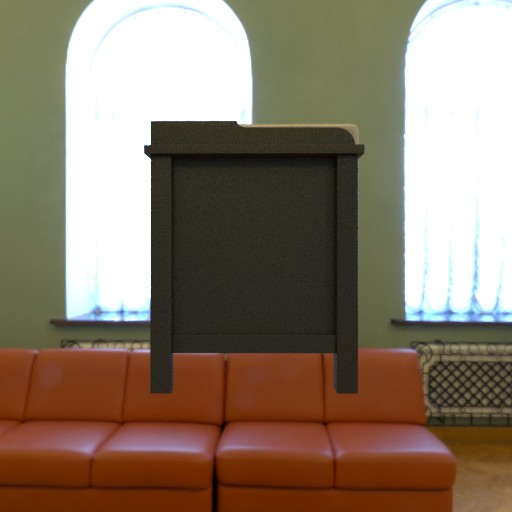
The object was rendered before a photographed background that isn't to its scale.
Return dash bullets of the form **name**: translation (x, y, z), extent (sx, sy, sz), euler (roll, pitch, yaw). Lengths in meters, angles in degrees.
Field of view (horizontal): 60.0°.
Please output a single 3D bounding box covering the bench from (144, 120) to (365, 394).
- **bench**: translation (0.000, 0.000, 1.368), extent (0.398, 0.501, 1.140), euler (0, 0, 0)
